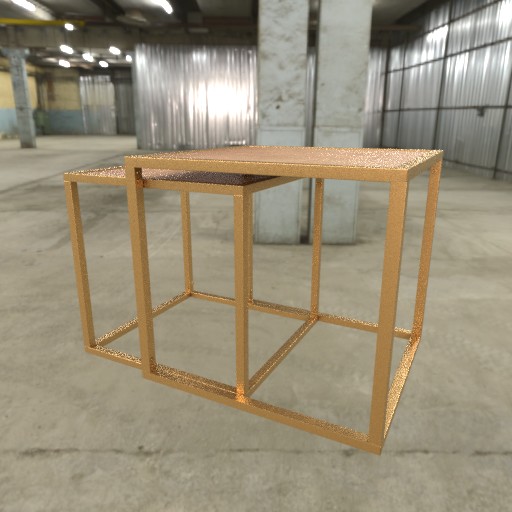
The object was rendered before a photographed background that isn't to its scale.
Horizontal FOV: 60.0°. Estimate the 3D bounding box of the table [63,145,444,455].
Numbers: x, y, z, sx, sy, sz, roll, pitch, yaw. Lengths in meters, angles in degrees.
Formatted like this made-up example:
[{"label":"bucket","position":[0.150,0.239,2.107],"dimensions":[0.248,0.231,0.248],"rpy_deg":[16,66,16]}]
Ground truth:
[{"label":"table","position":[0.000,0.000,1.097],"dimensions":[0.762,0.505,0.505],"rpy_deg":[8,19,26]}]
